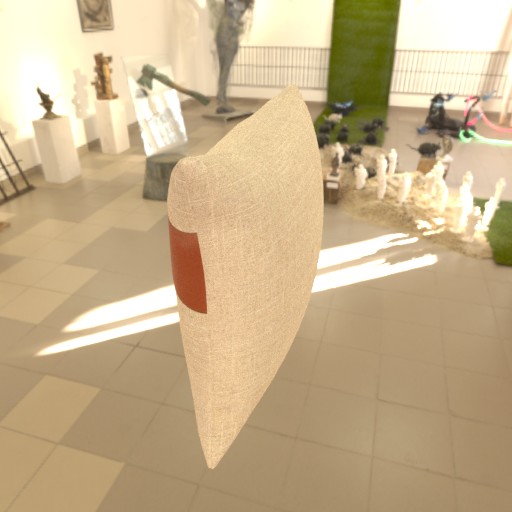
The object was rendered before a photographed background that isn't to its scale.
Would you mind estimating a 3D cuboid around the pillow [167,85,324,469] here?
[{"bbox_3d":[0.000,0.000,0.623,0.173,0.399,0.414,8,31,14],"label":"pillow"}]
